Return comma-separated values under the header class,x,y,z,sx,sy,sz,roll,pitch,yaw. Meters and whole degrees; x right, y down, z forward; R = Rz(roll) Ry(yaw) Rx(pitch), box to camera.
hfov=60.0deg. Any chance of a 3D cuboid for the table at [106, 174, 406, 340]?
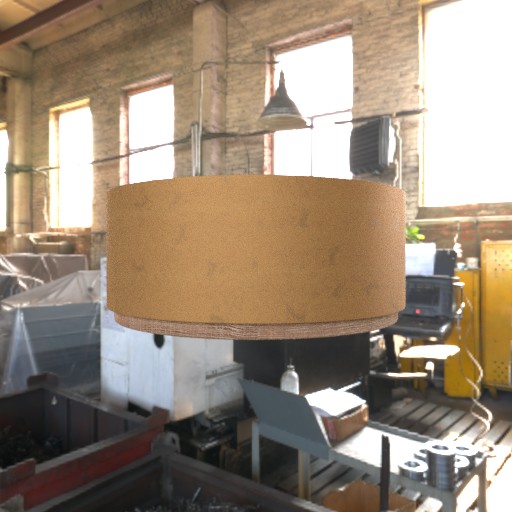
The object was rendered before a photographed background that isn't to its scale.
class,x,y,z,sx,sy,sz,roll,pitch,yaw
table,0.000,0.000,1.565,1.001,0.409,1.001,0,0,0
